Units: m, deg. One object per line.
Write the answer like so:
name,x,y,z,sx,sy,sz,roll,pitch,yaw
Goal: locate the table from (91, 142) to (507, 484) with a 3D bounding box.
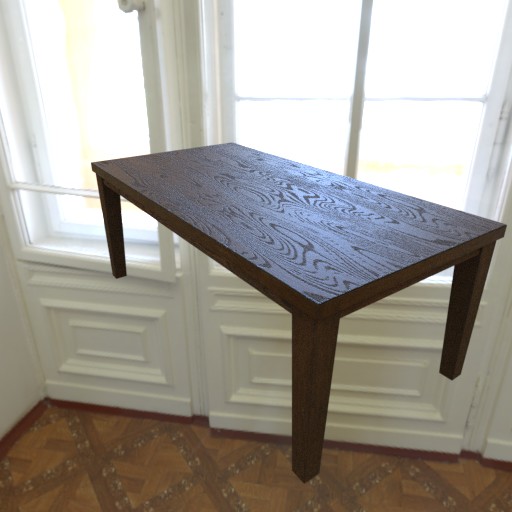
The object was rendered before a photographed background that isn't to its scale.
table,0.000,0.000,2.366,1.016,0.762,1.981,-17,31,-32
